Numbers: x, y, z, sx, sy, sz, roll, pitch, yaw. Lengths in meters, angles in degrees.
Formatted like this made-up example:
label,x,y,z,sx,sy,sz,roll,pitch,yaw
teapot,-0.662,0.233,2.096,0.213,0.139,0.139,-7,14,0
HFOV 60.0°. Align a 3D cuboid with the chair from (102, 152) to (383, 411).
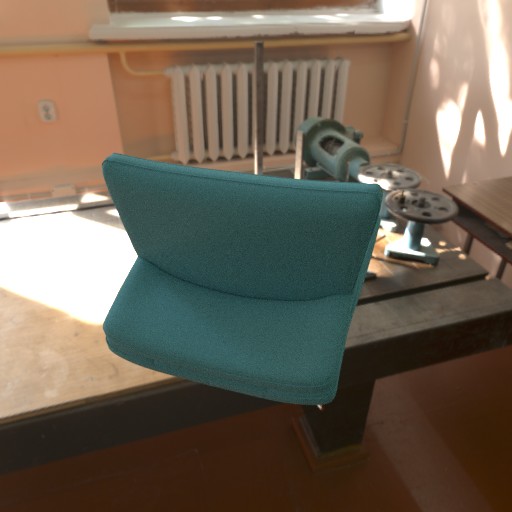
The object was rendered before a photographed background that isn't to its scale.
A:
label,x,y,z,sx,sy,sz,roll,pitch,yaw
chair,0.000,0.000,1.676,0.859,0.855,1.008,10,34,15
